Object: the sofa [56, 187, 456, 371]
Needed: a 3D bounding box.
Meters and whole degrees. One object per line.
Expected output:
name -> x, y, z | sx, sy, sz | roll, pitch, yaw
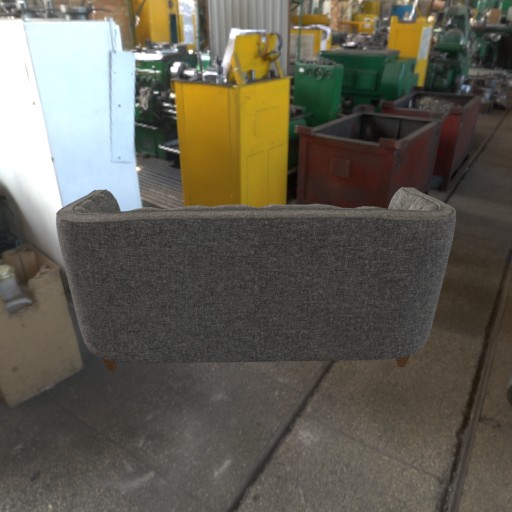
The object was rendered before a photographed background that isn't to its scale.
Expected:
sofa -> 0.000, 0.000, 2.282 | 1.733, 0.855, 0.941 | -1, 29, -1
